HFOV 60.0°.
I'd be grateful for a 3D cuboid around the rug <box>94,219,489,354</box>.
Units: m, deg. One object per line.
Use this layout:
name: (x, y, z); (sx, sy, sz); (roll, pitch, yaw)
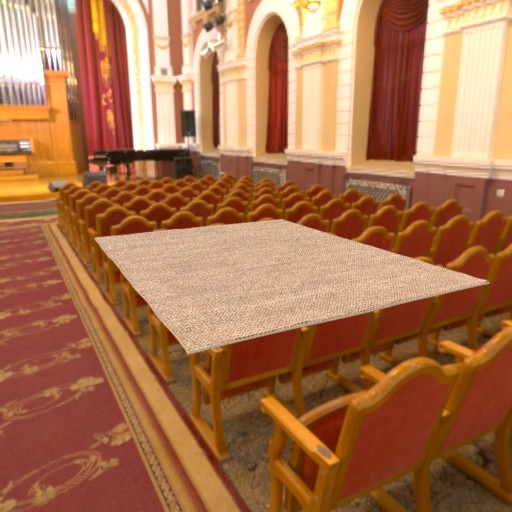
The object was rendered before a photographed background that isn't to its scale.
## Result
rug: (0.000, 0.000, 4.131); (2.429, 0.030, 3.052); (-8, 17, -27)
